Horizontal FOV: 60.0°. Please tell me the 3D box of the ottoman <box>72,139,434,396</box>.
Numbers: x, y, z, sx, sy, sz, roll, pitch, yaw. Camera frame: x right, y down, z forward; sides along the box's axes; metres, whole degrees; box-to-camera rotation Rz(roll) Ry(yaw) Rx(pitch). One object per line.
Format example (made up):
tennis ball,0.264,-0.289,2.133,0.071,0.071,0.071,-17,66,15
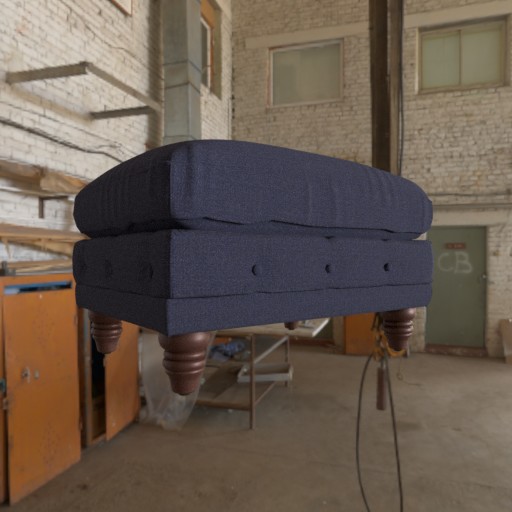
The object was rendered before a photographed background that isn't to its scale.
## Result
ottoman,0.000,0.000,1.133,0.767,0.486,0.558,0,0,-37
